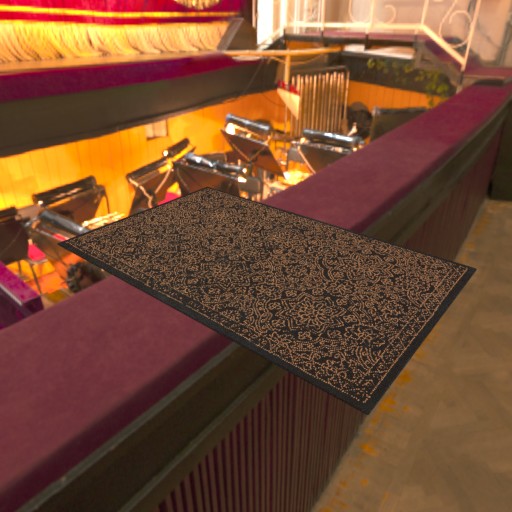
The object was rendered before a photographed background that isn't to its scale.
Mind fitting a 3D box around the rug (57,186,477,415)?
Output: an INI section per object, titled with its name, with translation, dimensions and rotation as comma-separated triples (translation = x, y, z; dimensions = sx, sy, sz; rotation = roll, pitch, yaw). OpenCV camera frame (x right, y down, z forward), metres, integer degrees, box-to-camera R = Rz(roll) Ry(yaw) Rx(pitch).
[rug]
translation = 0.000, 0.000, 3.020
dimensions = 2.441, 0.015, 1.526
rotation = 21, 35, 34
